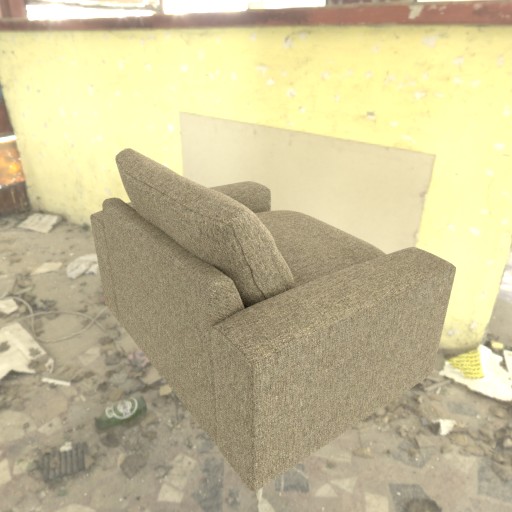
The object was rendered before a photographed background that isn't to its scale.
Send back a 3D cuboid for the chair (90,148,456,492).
[{"bbox_3d":[0.000,0.000,2.012,1.039,0.915,1.398,-18,31,-32],"label":"chair"}]
